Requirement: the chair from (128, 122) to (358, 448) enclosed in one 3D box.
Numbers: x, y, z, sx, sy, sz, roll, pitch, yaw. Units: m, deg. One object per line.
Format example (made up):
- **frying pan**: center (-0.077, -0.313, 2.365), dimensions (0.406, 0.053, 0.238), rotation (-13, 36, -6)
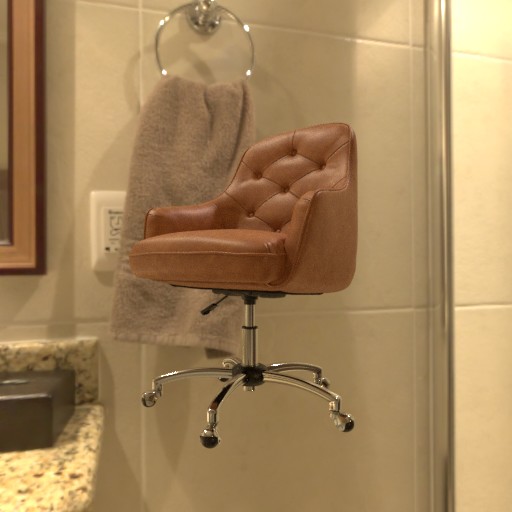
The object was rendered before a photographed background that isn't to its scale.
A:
- **chair**: center (0.000, 0.000, 1.324), dimensions (0.628, 0.909, 0.615), rotation (-1, -1, 37)
